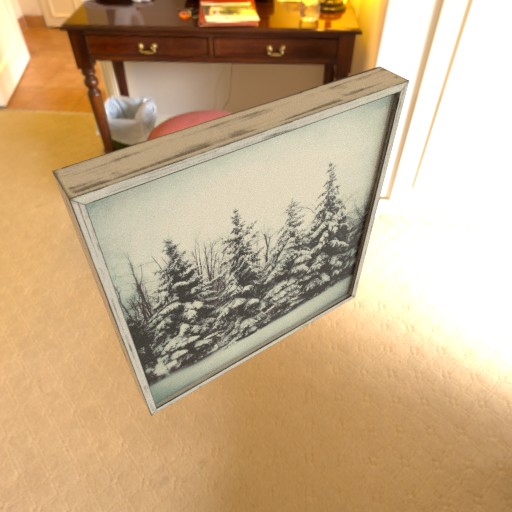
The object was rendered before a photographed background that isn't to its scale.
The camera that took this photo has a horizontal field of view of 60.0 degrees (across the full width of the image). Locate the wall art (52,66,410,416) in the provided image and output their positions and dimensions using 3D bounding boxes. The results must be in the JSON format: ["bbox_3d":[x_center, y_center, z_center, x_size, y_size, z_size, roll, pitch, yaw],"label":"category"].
[{"bbox_3d":[0.000,0.000,0.453,0.303,0.303,0.036,-26,51,-23],"label":"wall art"}]
